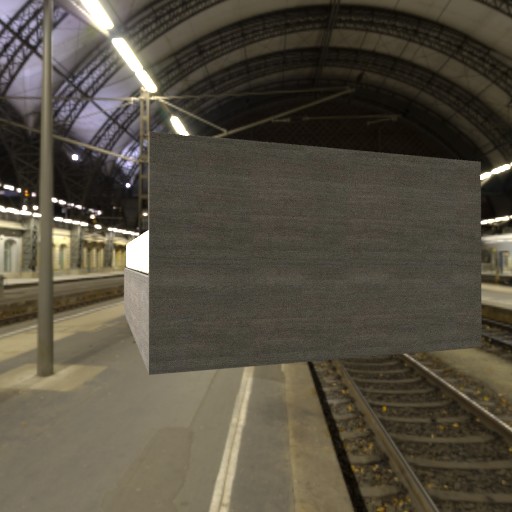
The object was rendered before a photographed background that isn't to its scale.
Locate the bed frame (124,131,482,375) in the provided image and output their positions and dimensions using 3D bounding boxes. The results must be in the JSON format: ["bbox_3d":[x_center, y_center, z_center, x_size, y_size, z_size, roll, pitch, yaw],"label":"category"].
[{"bbox_3d":[0.000,0.000,2.582,1.400,0.800,1.900,0,-1,-19],"label":"bed frame"}]
